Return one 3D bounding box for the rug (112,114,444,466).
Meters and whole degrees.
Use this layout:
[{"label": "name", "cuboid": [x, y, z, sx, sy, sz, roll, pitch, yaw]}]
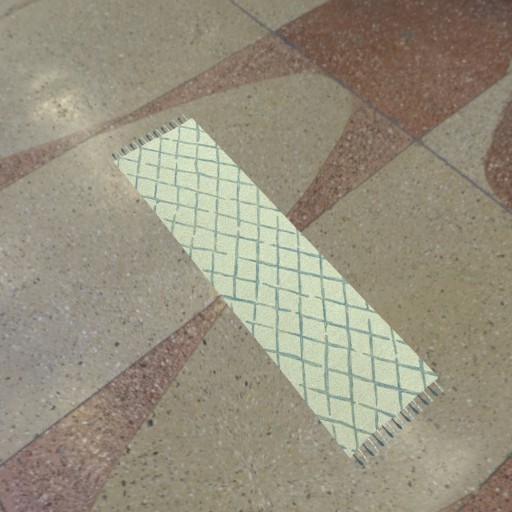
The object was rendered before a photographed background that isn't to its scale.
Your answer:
[{"label": "rug", "cuboid": [0.000, 0.000, 2.582, 0.620, 0.008, 2.372, -35, 68, -16]}]
